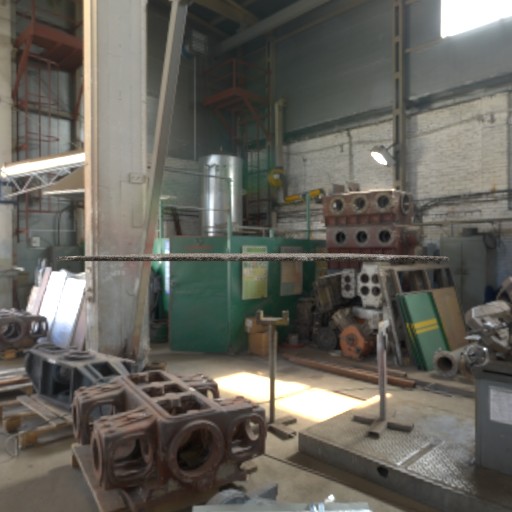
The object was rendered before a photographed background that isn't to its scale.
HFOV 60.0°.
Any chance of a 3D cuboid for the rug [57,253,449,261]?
[{"bbox_3d":[0.000,0.000,4.247,2.438,0.029,3.047,0,1,1],"label":"rug"}]
